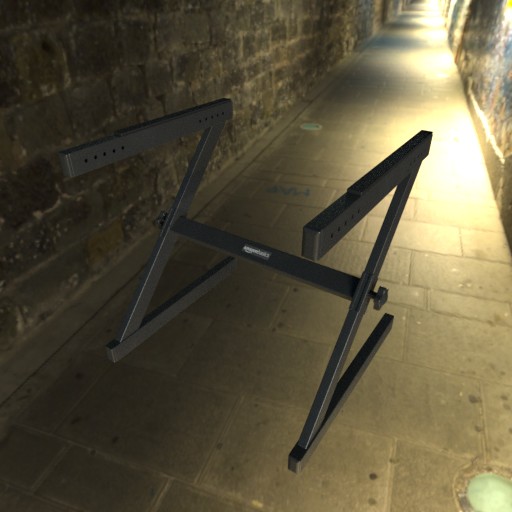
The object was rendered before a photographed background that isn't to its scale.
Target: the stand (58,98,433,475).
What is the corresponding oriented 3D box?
[{"bbox_3d":[0.000,0.000,1.156,0.700,0.617,0.586,20,37,29],"label":"stand"}]
